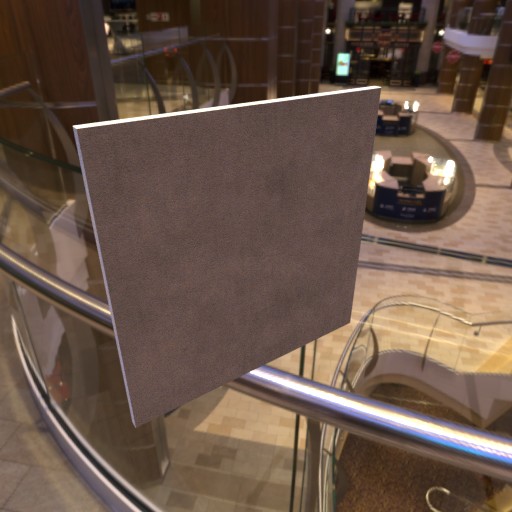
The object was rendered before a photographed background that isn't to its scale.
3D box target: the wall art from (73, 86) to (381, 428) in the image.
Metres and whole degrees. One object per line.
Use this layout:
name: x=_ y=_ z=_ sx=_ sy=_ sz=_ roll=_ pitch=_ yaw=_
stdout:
wall art: x=0.000 y=0.000 z=0.995 sx=0.664 sy=0.661 sz=0.020 roll=-19 pitch=35 yaw=-29
